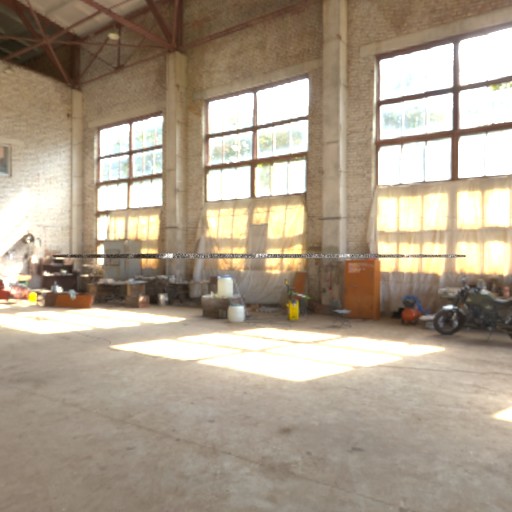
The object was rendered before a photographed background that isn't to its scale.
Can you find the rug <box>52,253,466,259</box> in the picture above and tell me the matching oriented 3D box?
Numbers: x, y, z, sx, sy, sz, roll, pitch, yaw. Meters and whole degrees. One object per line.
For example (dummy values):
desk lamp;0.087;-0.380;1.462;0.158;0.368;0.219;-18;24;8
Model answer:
rug;0.000;0.000;4.149;3.047;0.029;2.438;0;0;-37
